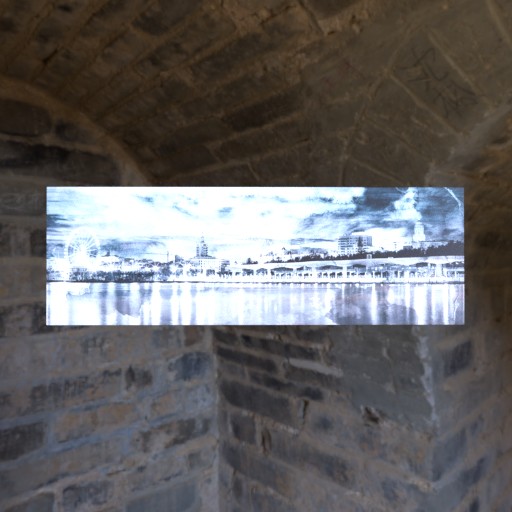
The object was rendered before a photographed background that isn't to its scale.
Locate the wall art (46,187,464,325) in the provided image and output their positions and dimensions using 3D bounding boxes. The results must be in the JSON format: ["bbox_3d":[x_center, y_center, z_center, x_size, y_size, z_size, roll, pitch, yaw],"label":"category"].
[{"bbox_3d":[0.000,0.000,0.824,0.759,0.251,0.037,0,0,0],"label":"wall art"}]
